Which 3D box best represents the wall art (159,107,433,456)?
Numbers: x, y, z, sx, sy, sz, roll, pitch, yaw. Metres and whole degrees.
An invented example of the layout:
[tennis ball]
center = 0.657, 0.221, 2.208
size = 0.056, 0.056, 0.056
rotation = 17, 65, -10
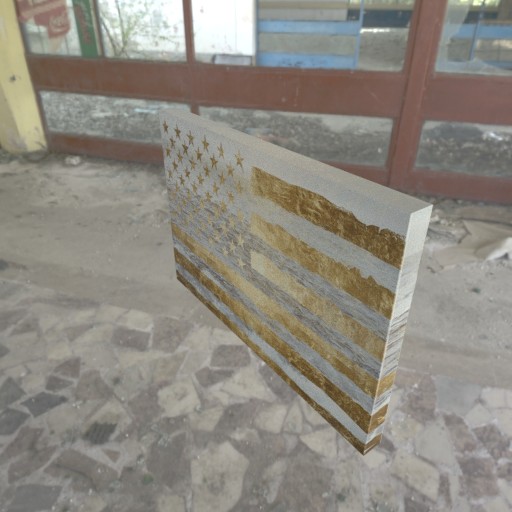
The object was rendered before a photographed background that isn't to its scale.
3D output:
[wall art]
center = 0.000, 0.000, 0.792
size = 0.041, 0.407, 0.606
rotation = -21, 36, -31
